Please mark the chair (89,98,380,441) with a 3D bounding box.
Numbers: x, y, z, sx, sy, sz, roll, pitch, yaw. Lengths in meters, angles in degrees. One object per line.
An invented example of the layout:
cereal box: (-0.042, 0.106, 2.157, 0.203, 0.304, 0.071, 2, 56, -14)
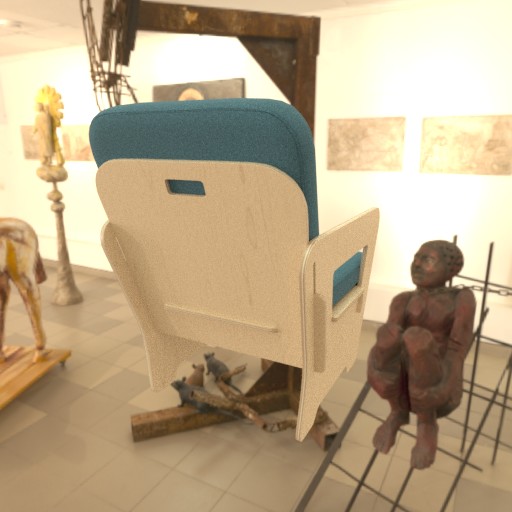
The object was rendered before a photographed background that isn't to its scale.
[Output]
chair: (0.000, 0.000, 1.182, 0.547, 0.747, 0.657, 8, 17, 27)
